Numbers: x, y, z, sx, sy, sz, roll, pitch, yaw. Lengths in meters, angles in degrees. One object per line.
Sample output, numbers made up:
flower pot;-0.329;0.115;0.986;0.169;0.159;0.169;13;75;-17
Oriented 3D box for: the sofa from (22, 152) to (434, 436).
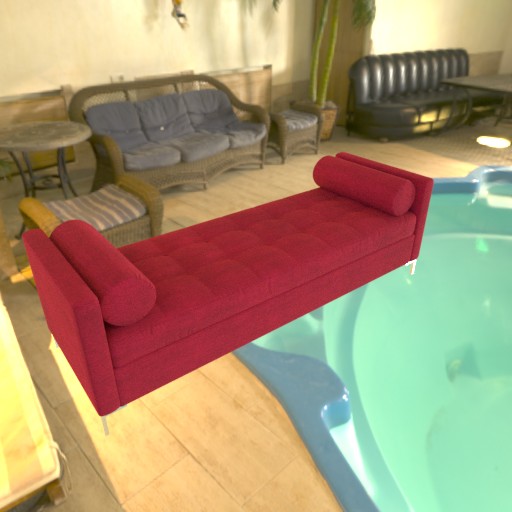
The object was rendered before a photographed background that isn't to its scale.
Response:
sofa;0.000;0.000;2.301;1.981;0.635;0.686;-21;35;-32
